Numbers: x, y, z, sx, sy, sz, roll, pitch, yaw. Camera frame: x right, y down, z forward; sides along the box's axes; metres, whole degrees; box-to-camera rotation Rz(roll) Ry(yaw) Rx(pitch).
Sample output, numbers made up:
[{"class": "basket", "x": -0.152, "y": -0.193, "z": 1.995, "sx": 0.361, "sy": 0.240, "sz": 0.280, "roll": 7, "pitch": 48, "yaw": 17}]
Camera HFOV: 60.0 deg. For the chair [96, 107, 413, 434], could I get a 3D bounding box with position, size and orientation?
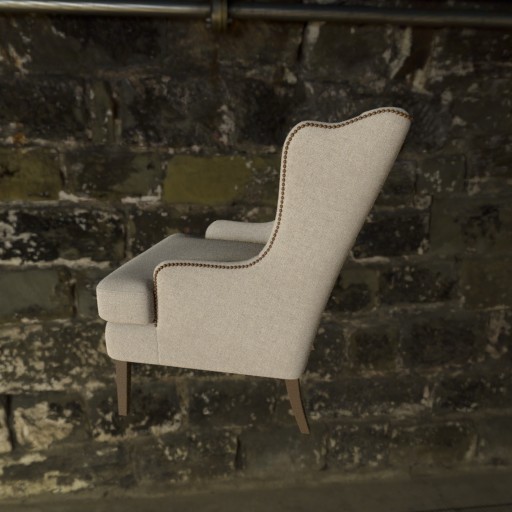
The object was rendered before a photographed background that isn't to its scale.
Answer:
[{"class": "chair", "x": 0.000, "y": 0.000, "z": 1.656, "sx": 0.940, "sy": 1.029, "sz": 0.737, "roll": 2, "pitch": 15, "yaw": 8}]
